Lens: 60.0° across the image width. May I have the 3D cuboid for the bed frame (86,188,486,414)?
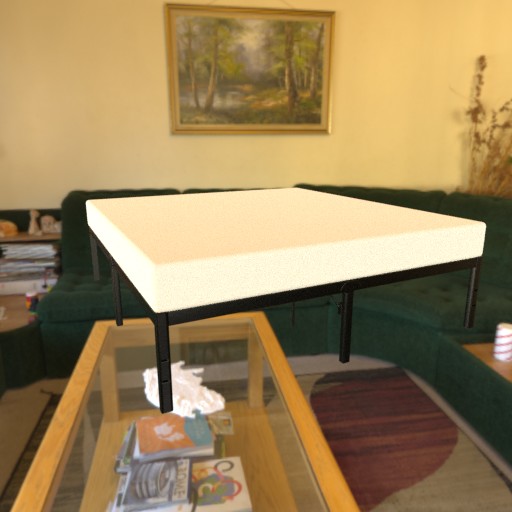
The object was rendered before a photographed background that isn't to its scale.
[{"bbox_3d":[0.000,0.000,3.104,1.963,0.659,2.079,-8,17,-26],"label":"bed frame"}]
